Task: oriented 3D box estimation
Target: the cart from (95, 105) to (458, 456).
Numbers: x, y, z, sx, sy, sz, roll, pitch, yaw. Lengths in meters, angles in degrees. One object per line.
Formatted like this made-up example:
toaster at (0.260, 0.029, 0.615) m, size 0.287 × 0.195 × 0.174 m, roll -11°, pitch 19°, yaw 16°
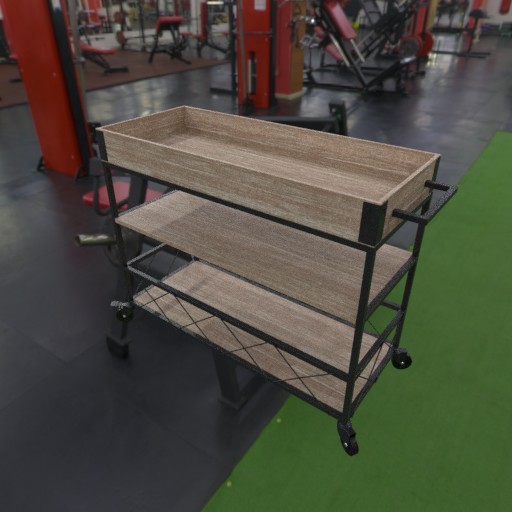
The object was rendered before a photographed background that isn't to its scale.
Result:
cart at (0.000, 0.000, 1.499) m, size 1.101 × 0.787 × 0.500 m, roll 21°, pitch 37°, yaw 31°
